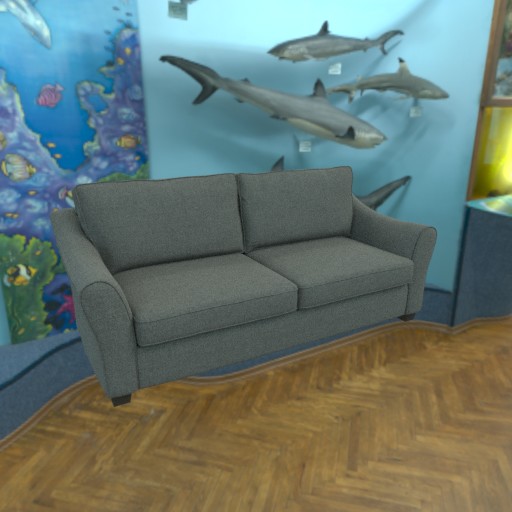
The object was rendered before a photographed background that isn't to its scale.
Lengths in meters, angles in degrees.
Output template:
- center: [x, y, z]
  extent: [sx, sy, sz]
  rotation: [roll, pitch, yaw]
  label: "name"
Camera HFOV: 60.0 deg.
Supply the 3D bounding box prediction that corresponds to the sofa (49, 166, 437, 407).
- center: [0.000, 0.000, 2.751]
  extent: [2.203, 0.976, 1.013]
  rotation: [-9, 20, -27]
  label: "sofa"
